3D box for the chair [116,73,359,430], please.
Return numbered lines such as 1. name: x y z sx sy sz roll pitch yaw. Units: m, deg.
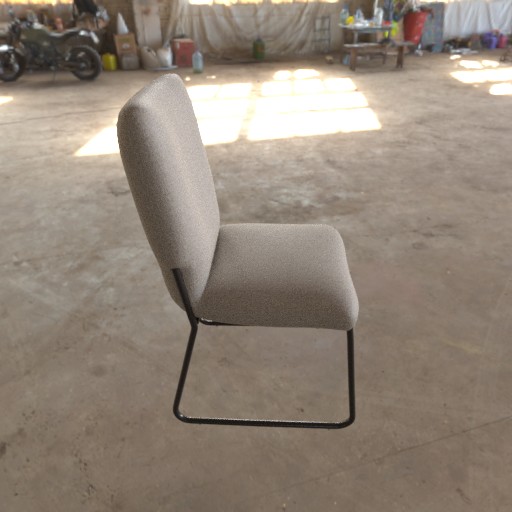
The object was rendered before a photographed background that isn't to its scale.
1. chair: 0.000 0.000 1.193 0.560 0.864 0.448 1 32 2
